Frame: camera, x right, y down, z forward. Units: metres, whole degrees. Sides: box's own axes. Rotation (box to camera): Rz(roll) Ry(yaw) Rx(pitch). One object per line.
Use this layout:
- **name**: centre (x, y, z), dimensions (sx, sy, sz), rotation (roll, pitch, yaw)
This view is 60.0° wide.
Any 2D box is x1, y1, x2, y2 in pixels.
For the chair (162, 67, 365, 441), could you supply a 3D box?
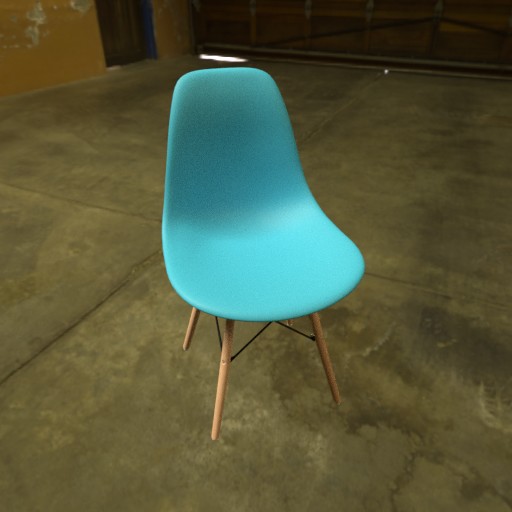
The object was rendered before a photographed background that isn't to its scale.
- **chair**: centre (0.000, 0.000, 1.142), dimensions (0.470, 0.826, 0.531), rotation (-10, 33, -16)
